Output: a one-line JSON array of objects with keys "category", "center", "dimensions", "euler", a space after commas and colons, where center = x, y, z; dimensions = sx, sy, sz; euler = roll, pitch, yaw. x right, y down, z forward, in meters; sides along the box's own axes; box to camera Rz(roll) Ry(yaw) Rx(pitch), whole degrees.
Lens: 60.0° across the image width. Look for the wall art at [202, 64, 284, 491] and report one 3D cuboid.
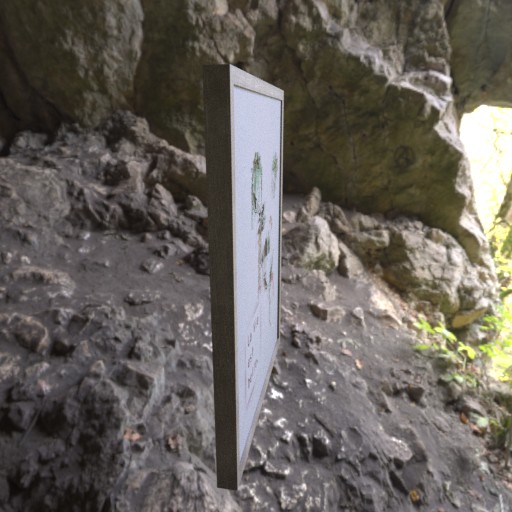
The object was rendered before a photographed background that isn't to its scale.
[{"category": "wall art", "center": [0.000, 0.000, 0.711], "dimensions": [0.032, 0.521, 0.421], "euler": [3, 17, 10]}]
